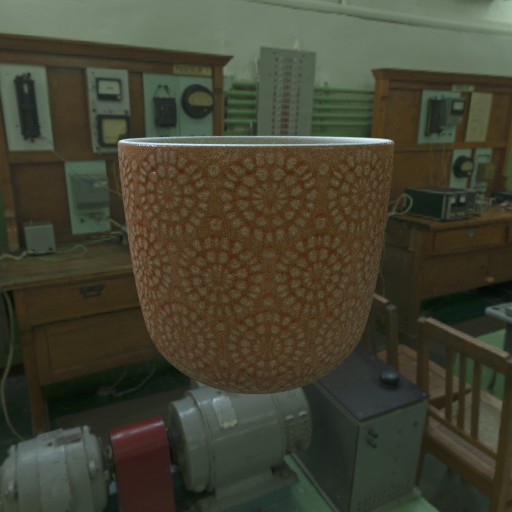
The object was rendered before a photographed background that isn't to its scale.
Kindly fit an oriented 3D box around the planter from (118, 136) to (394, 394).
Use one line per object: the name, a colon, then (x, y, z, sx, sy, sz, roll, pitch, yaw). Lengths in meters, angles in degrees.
planter: (0.000, 0.000, 0.373, 0.208, 0.190, 0.208, 0, 16, 0)
